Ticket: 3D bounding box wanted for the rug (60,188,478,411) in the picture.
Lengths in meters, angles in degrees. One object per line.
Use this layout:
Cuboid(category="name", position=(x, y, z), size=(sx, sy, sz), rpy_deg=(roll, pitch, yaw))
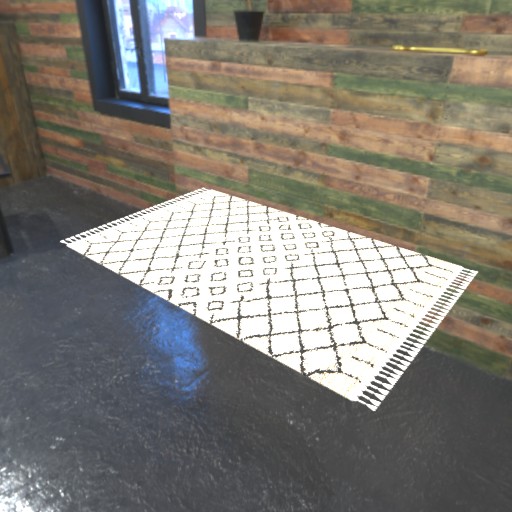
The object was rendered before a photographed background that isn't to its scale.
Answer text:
Cuboid(category="rug", position=(0.000, 0.000, 2.451), size=(2.006, 0.008, 1.196), rpy_deg=(21, 35, 34))
